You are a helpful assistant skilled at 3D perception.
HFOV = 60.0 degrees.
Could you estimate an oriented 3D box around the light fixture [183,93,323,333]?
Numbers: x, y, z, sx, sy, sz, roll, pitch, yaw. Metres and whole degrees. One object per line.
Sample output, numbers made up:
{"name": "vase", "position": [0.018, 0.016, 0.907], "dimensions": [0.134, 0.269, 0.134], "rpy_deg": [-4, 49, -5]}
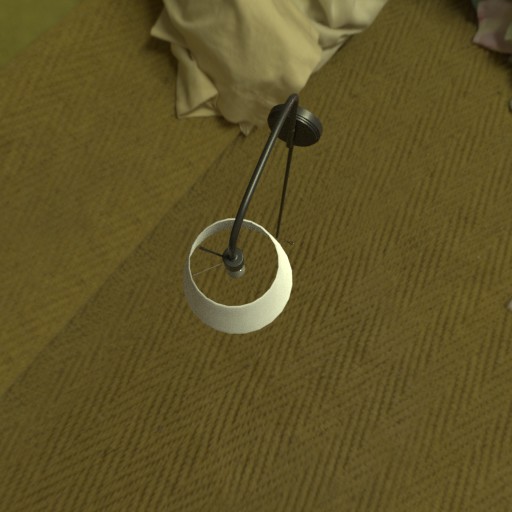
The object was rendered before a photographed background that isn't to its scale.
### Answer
{"name": "light fixture", "position": [0.000, 0.000, 0.458], "dimensions": [0.092, 0.399, 0.176], "rpy_deg": [21, 77, 5]}
